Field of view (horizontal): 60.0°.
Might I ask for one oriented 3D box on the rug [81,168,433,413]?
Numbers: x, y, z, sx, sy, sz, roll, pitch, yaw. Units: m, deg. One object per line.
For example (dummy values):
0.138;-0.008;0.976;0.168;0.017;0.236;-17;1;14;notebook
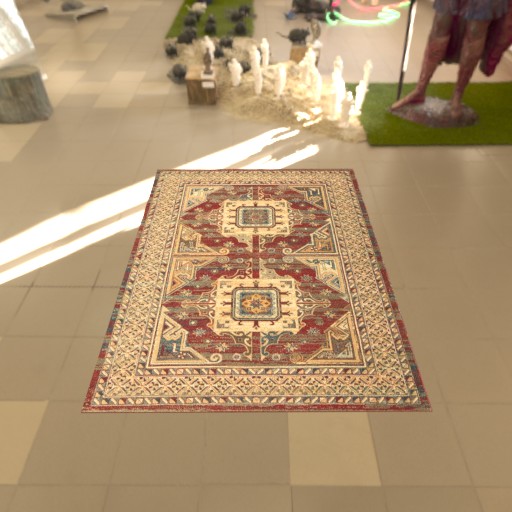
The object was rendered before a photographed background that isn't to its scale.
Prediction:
0.000;0.000;4.199;2.381;0.013;3.197;0;41;0;rug
